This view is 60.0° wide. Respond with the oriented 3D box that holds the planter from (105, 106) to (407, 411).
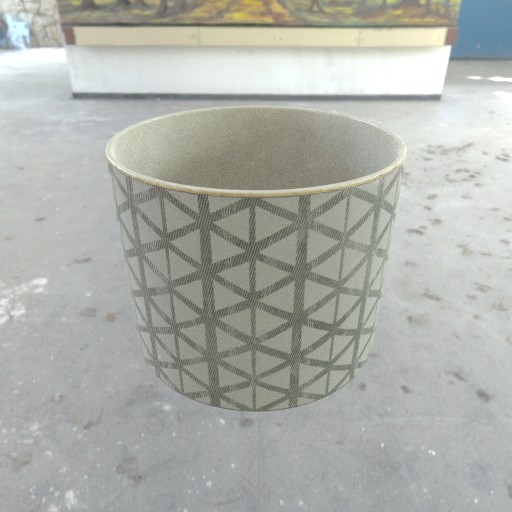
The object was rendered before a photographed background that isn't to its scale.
[{"bbox_3d":[0.000,0.000,0.443,0.250,0.239,0.250,0,31,0],"label":"planter"}]
